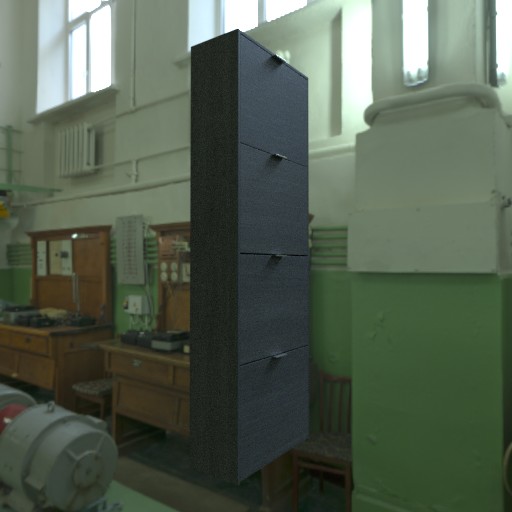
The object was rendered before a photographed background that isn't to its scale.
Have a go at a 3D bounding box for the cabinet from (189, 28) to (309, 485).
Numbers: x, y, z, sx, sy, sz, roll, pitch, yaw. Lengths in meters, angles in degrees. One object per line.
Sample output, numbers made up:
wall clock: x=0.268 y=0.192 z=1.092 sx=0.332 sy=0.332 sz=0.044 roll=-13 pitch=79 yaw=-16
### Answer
cabinet: x=0.000 y=0.000 z=1.852 sx=0.255 sy=1.630 sz=0.520 roll=-1 pitch=-2 yaw=36
